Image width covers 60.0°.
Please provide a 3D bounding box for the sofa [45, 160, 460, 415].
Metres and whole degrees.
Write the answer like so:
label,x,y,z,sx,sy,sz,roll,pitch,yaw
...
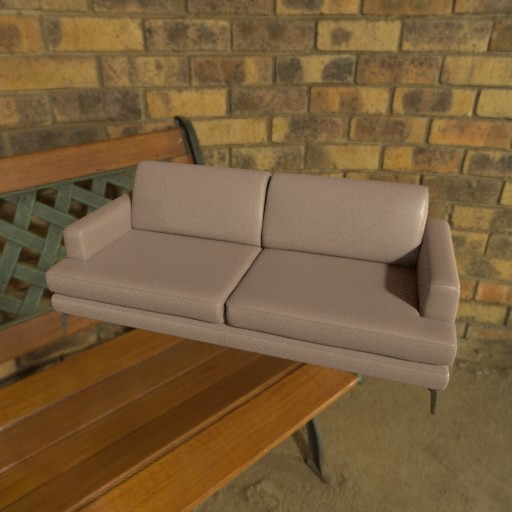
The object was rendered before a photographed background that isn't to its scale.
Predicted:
label,x,y,z,sx,sy,sz,roll,pitch,yaw
sofa,0.000,0.000,2.349,1.940,0.765,0.974,8,28,16
